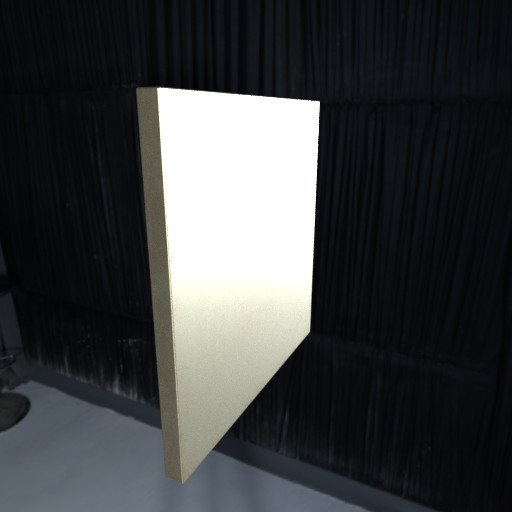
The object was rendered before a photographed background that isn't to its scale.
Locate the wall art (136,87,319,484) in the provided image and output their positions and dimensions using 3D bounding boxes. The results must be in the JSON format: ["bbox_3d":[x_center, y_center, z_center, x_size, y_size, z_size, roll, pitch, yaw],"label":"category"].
[{"bbox_3d":[0.000,0.000,0.747,0.030,0.506,0.503,9,19,25],"label":"wall art"}]
